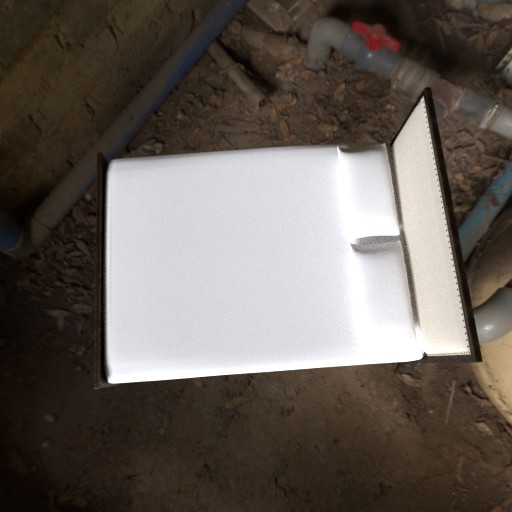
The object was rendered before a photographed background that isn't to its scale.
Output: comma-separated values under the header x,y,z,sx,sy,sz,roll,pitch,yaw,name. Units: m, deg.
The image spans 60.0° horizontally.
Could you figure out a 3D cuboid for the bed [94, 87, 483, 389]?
x,y,z,sx,sy,sz,roll,pitch,yaw,name
0.000,0.000,3.085,2.221,1.313,1.607,-4,76,-1,bed
